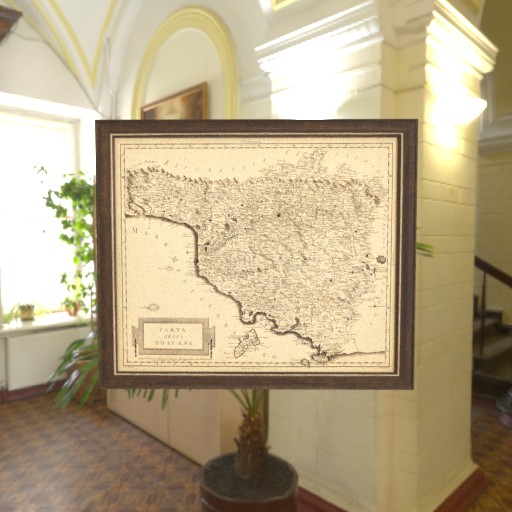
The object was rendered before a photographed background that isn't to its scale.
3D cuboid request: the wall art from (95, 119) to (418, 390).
[{"bbox_3d":[0.000,0.000,1.446,1.033,0.875,0.023,0,3,1],"label":"wall art"}]
